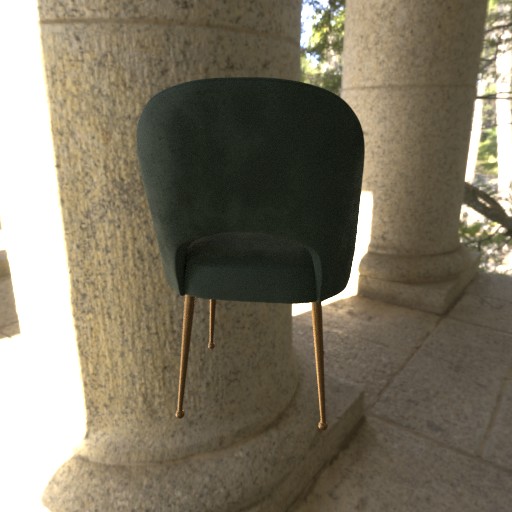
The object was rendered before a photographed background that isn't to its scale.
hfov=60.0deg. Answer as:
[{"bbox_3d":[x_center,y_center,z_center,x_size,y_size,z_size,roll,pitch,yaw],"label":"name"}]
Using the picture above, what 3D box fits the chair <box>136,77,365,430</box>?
[{"bbox_3d":[0.000,0.000,1.211,0.527,0.860,0.577,2,17,7],"label":"chair"}]
